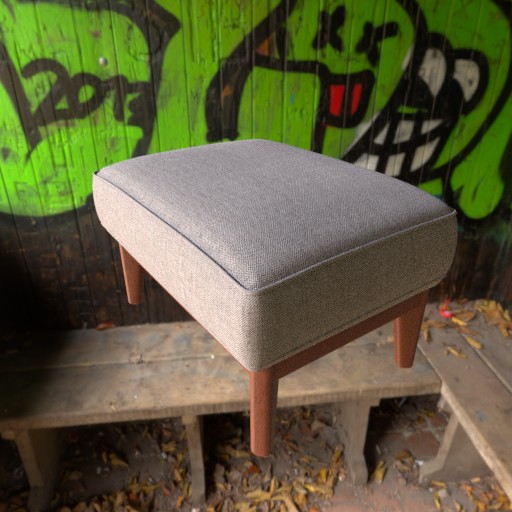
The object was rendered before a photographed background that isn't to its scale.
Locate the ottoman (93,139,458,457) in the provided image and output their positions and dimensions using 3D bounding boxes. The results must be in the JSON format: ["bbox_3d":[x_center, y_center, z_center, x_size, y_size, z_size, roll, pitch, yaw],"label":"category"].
[{"bbox_3d":[0.000,0.000,1.101,0.555,0.458,0.750,-18,32,-31],"label":"ottoman"}]
